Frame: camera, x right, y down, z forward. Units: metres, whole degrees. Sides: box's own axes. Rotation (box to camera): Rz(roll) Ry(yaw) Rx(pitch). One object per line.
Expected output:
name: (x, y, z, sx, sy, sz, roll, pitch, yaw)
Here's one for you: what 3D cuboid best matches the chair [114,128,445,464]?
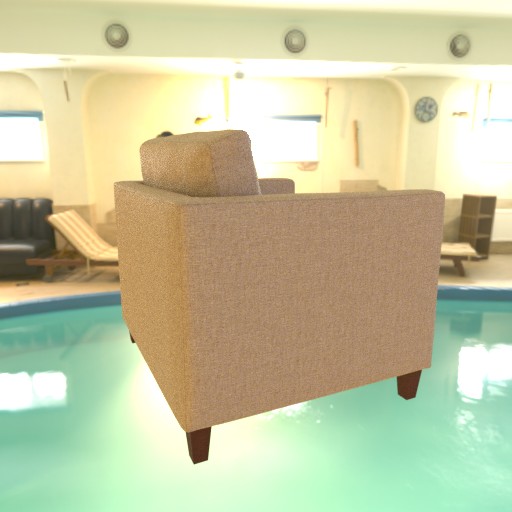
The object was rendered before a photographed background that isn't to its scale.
chair: (0.000, 0.000, 1.802, 0.959, 0.961, 1.107, -6, 14, -25)
